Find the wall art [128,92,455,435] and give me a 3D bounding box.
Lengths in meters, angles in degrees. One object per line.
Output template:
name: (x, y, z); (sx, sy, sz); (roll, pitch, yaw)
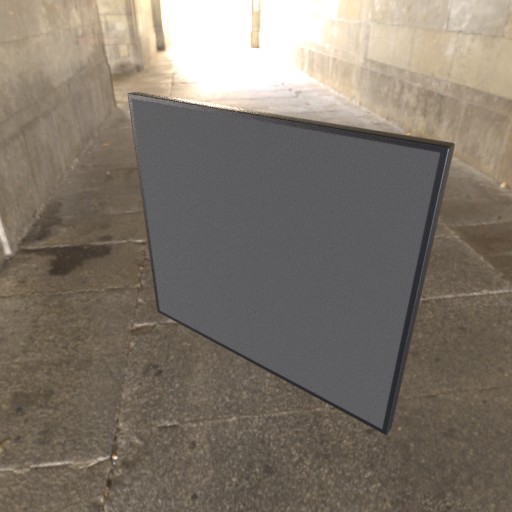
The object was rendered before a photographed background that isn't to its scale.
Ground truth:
wall art: (0.000, 0.000, 0.715); (0.521, 0.450, 0.018); (21, 36, 32)
